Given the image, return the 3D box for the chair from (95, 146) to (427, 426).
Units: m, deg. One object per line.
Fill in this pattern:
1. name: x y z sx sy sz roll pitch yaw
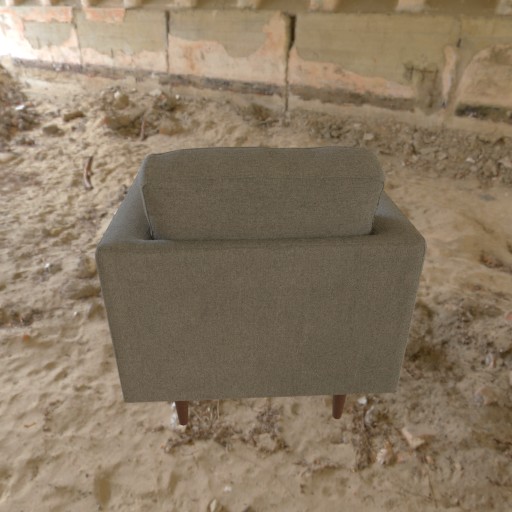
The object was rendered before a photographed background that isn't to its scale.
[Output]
1. chair: 0.000 0.000 1.557 0.855 0.927 0.800 -1 30 -3
